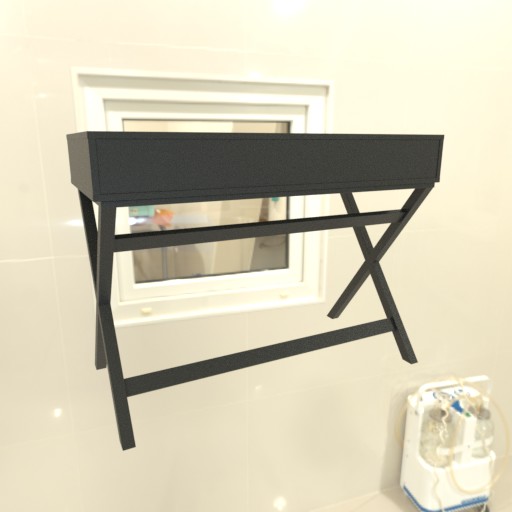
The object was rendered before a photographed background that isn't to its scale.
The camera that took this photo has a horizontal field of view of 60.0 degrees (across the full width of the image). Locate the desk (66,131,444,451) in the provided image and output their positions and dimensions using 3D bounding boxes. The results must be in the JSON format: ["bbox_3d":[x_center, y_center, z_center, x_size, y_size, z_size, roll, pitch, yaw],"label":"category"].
[{"bbox_3d":[0.000,0.000,1.477,1.057,0.780,0.525,-7,16,-26],"label":"desk"}]
